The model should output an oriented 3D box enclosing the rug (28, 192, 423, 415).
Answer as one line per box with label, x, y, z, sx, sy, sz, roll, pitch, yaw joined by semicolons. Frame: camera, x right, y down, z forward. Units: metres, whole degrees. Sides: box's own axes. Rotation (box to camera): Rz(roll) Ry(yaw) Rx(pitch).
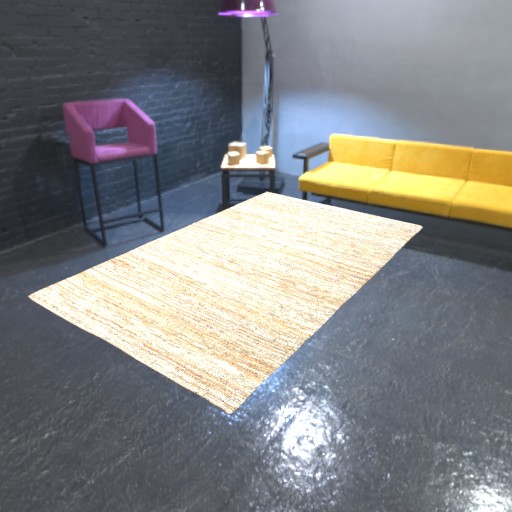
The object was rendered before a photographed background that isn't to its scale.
rug;0.000;0.000;3.045;1.529;0.009;2.446;18;31;32
